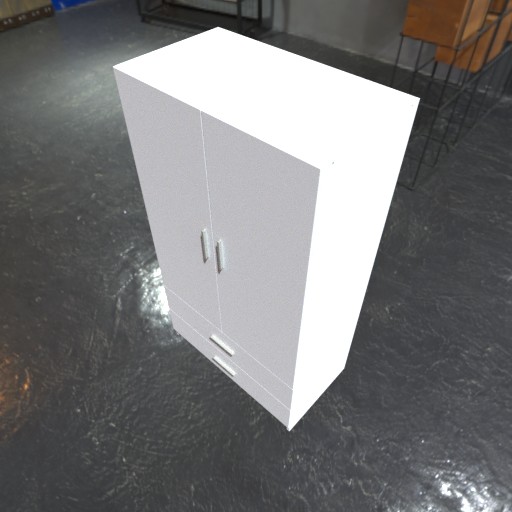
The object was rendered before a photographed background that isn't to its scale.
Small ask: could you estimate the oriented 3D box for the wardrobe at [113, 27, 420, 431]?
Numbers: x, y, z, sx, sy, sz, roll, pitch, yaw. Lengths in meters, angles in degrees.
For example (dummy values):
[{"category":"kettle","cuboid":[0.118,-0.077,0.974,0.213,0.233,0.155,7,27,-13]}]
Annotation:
[{"category":"wardrobe","cuboid":[0.000,0.000,2.249,0.991,1.808,0.577,34,55,28]}]
